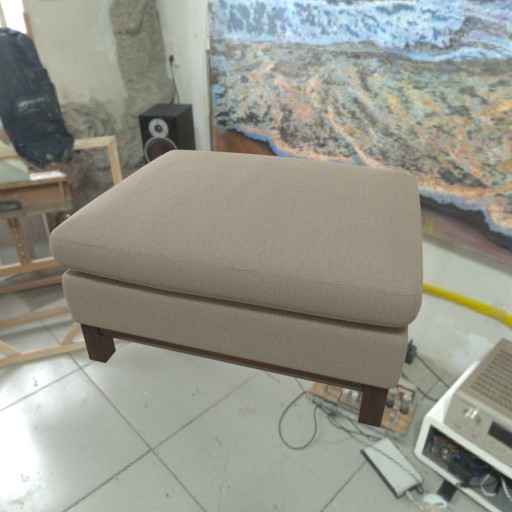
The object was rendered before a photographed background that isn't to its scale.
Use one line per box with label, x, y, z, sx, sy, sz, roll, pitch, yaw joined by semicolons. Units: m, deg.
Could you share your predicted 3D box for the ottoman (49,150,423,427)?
ottoman;0.000;0.000;1.147;0.771;0.420;0.606;9;32;14
